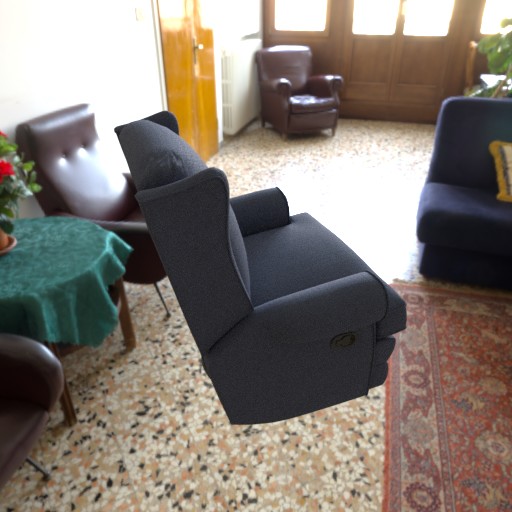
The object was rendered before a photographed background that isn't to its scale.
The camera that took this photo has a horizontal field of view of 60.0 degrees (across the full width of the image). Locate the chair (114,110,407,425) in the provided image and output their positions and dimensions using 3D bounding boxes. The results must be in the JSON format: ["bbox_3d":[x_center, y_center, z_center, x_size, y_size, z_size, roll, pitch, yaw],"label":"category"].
[{"bbox_3d":[0.000,0.000,1.720,0.877,1.020,0.971,-10,32,-17],"label":"chair"}]
